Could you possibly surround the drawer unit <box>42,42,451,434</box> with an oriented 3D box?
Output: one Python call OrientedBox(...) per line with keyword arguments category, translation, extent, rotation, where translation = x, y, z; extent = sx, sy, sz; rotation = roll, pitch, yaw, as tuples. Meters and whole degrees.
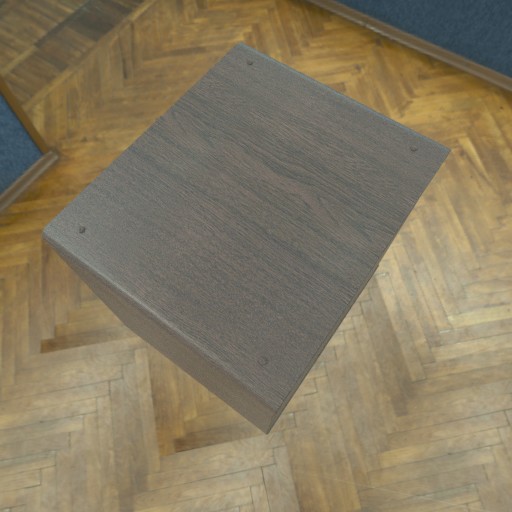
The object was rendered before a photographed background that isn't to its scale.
OrientedBox(category="drawer unit", translation=(0.000, 0.000, 0.620), extent=(0.290, 0.344, 0.344), rotation=(33, 69, 14))
